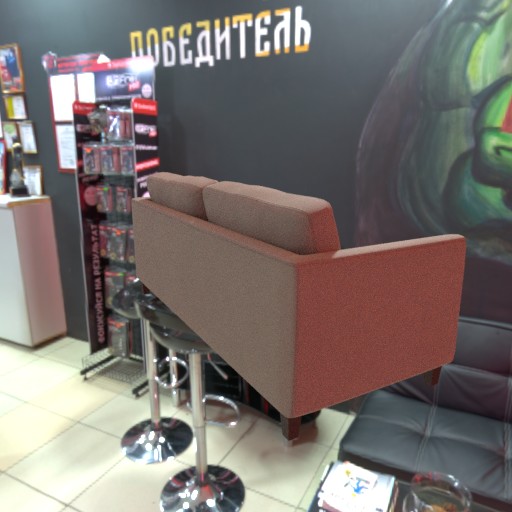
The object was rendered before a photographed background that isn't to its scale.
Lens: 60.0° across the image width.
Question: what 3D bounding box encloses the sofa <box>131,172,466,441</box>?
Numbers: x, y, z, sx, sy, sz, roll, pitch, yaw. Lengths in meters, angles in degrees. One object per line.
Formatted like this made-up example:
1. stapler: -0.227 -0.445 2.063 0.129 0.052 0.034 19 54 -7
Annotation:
1. sofa: 0.000 0.000 2.669 0.948 0.932 2.181 -8 16 -29
